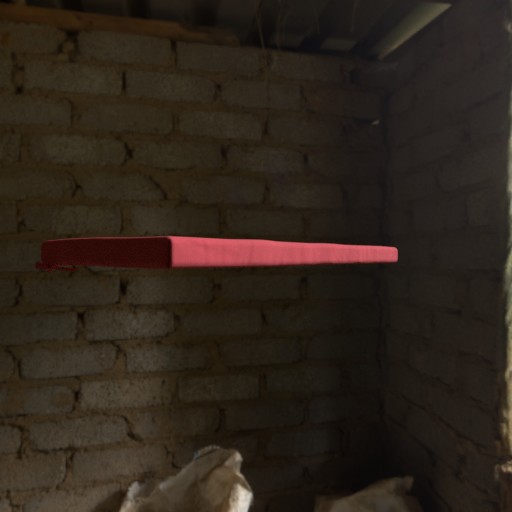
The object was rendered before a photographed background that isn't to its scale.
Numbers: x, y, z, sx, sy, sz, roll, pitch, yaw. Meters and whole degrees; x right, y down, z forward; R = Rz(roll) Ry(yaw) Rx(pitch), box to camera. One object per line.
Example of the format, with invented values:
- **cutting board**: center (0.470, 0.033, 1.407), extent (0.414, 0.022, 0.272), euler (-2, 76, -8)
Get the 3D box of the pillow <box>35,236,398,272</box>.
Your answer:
- **pillow**: center (0.000, 0.000, 1.370), extent (0.492, 0.081, 1.187), euler (0, 0, 37)
